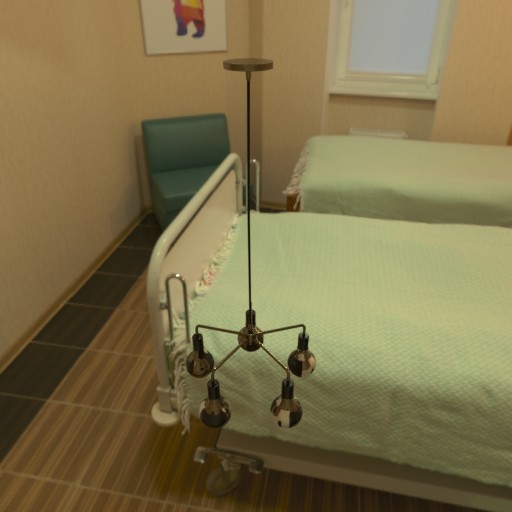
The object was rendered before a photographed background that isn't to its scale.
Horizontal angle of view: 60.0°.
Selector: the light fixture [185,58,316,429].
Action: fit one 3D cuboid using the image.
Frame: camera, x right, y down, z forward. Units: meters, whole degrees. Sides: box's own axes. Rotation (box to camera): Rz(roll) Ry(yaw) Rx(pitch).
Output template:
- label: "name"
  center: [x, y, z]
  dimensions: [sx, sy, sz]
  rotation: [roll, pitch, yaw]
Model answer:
- label: "light fixture"
  center: [0.000, 0.000, 1.218]
  dimensions: [0.421, 0.988, 0.438]
  rotation: [-10, 32, -16]
